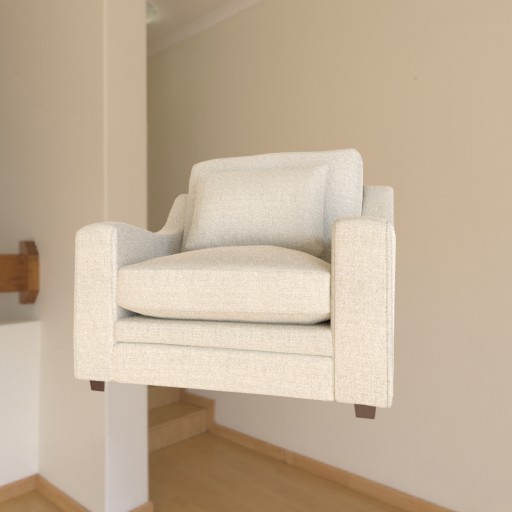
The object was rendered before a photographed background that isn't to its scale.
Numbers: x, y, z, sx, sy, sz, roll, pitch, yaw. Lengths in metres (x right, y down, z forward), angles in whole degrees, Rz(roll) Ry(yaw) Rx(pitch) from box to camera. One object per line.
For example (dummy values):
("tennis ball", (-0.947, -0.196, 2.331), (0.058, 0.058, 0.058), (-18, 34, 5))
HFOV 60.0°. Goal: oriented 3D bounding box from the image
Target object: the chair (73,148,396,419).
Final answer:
("chair", (0.000, 0.000, 1.969), (1.178, 1.016, 1.009), (0, 0, 16))
